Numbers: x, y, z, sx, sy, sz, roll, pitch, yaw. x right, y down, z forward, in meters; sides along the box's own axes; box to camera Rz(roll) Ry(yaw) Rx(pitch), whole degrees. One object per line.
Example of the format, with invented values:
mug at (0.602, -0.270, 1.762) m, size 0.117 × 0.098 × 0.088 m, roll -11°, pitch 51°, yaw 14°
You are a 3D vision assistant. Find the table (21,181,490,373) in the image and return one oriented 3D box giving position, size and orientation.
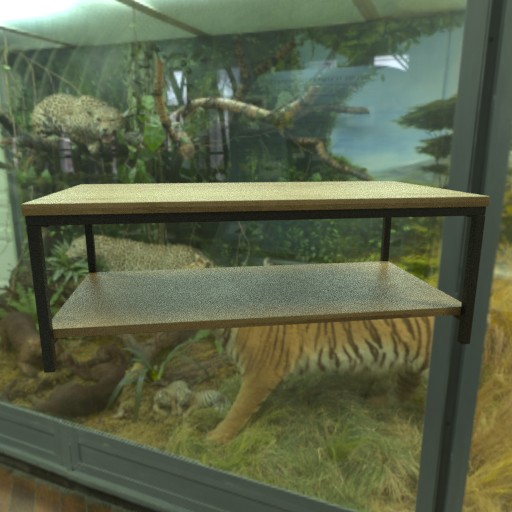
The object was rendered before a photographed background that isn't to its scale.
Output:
table at (0.000, 0.000, 1.339) m, size 1.100 × 0.399 × 0.551 m, roll -2°, pitch 14°, yaw -8°
